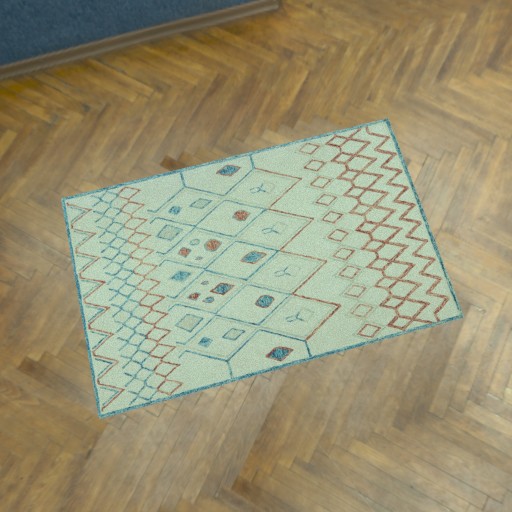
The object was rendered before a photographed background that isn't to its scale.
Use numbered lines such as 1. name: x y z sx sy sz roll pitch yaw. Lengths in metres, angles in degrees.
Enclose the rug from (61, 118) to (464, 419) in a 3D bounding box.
1. rug: 0.000 0.000 3.029 2.438 0.015 1.524 -15 76 -4
